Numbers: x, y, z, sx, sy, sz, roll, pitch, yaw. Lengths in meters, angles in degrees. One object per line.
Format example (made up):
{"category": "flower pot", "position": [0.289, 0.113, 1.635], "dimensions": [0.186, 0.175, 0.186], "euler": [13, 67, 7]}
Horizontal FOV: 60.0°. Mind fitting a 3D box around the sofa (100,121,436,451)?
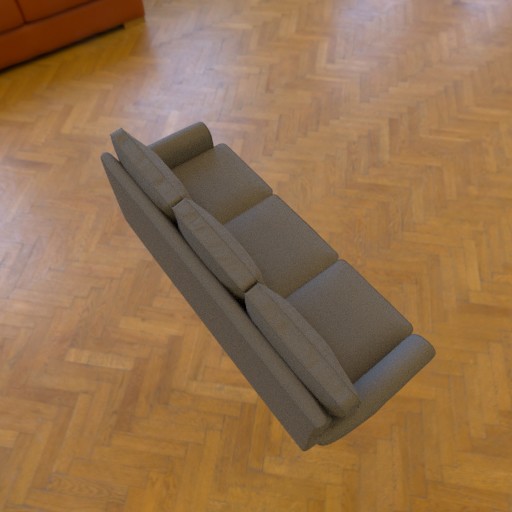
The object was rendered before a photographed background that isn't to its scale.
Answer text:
{"category": "sofa", "position": [0.000, 0.000, 2.894], "dimensions": [0.966, 0.948, 2.353], "euler": [-33, 64, -19]}
